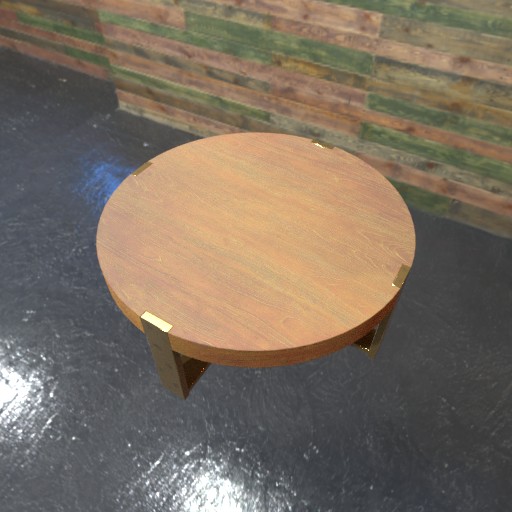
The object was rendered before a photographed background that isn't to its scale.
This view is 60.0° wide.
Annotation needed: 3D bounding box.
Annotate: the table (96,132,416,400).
[{"bbox_3d":[0.000,0.000,1.730,1.100,0.420,1.100,0,47,0],"label":"table"}]
